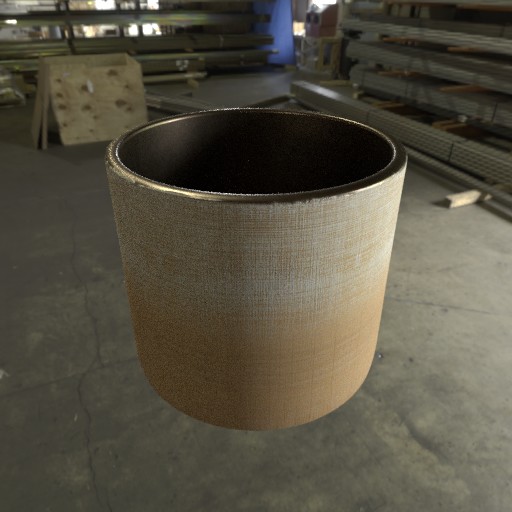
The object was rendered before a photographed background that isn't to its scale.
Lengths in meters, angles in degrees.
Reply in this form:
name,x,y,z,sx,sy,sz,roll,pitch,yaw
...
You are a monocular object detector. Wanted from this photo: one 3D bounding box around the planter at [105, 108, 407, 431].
name,x,y,z,sx,sy,sz,roll,pitch,yaw
planter,0.000,0.000,0.381,0.221,0.201,0.221,0,31,0
